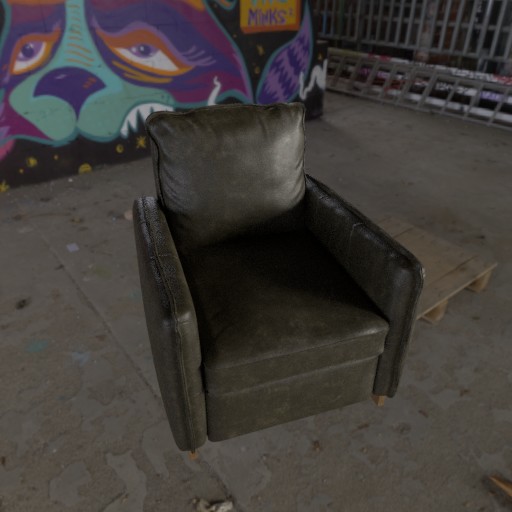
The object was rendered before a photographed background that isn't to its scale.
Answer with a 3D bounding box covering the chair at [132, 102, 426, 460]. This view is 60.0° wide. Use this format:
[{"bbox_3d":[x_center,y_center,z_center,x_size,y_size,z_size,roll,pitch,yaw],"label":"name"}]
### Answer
[{"bbox_3d":[0.000,0.000,1.594,0.830,0.921,0.921,-10,33,-15],"label":"chair"}]
